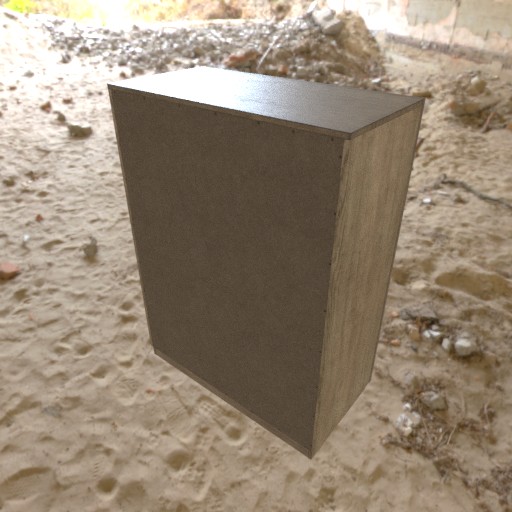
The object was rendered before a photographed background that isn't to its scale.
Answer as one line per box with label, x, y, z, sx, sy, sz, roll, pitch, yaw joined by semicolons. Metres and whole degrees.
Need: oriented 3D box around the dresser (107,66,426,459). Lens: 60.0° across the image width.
dresser;0.000;0.000;1.813;0.967;1.295;0.483;23;38;32
